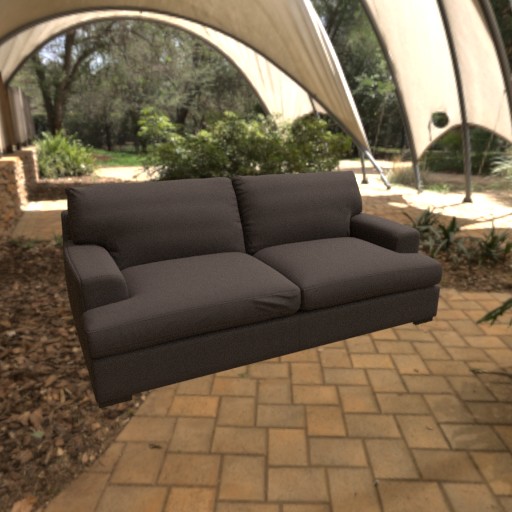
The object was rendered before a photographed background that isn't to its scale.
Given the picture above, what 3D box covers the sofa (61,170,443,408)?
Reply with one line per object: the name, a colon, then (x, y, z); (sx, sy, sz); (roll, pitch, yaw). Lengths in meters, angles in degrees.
sofa: (0.000, 0.000, 2.872); (2.271, 0.950, 1.140); (-8, 19, -25)
